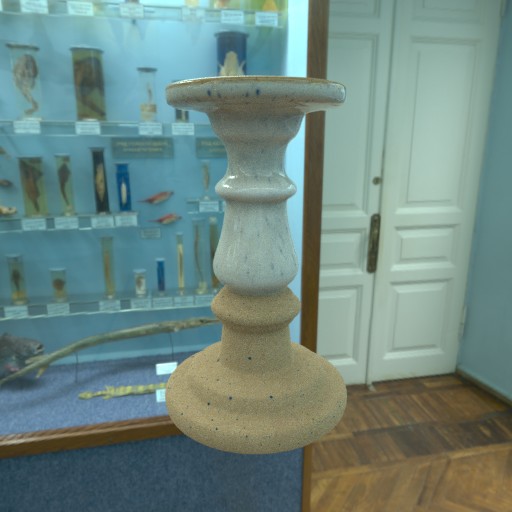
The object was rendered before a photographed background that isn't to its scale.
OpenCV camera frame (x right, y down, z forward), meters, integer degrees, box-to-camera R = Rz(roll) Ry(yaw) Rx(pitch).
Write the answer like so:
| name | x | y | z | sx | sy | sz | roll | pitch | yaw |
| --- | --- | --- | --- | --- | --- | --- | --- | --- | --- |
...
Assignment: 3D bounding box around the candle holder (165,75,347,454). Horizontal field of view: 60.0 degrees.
| name | x | y | z | sx | sy | sz | roll | pitch | yaw |
| --- | --- | --- | --- | --- | --- | --- | --- | --- | --- |
| candle holder | 0.000 | 0.000 | 0.282 | 0.123 | 0.202 | 0.123 | 0 | 15 | 0 |
